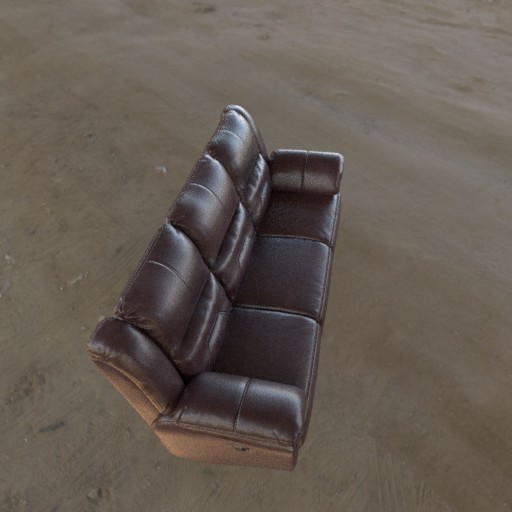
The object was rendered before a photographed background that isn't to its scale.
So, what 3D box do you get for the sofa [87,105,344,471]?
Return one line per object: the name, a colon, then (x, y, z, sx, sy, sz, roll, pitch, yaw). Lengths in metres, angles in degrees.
sofa: (0.000, 0.000, 2.823, 0.991, 1.043, 2.337, 9, 46, 9)
